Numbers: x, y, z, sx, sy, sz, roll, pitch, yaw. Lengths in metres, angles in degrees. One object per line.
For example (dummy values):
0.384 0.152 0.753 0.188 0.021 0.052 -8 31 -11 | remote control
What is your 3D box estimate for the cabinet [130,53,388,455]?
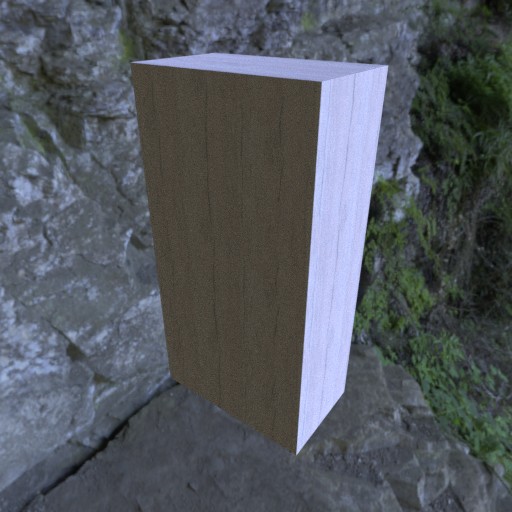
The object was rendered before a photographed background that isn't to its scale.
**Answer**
0.000 0.000 2.413 0.980 1.930 0.580 20 35 31 | cabinet
